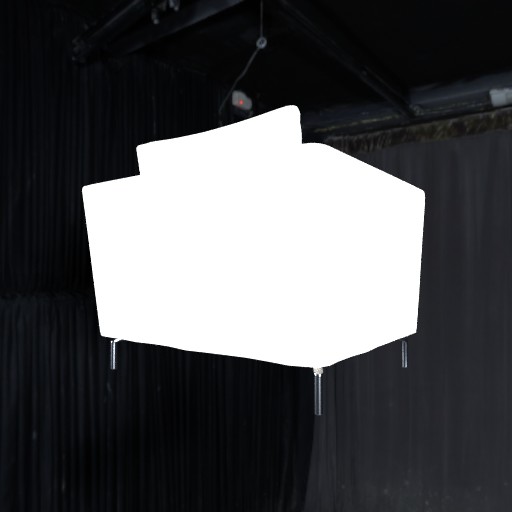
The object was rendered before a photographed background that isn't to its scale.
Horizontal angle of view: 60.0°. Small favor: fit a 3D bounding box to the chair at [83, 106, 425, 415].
[{"bbox_3d":[0.000,0.000,1.708,1.041,0.865,0.889,-1,-2,37],"label":"chair"}]
